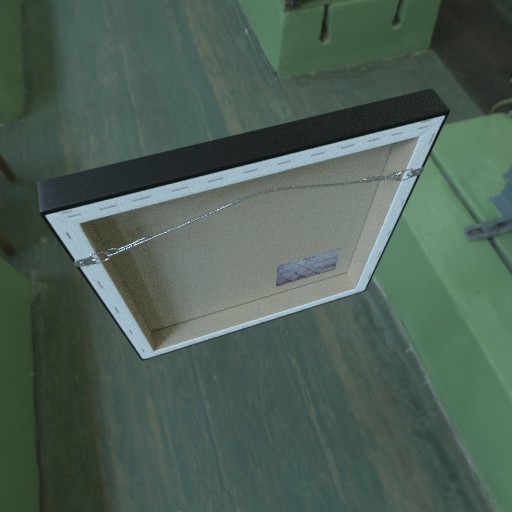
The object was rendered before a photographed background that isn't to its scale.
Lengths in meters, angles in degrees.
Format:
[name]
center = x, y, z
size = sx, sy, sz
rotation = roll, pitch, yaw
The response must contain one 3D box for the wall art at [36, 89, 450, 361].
[wall art]
center = 0.000, 0.000, 0.595
size = 0.406, 0.407, 0.041
rotation = -16, 60, -9
